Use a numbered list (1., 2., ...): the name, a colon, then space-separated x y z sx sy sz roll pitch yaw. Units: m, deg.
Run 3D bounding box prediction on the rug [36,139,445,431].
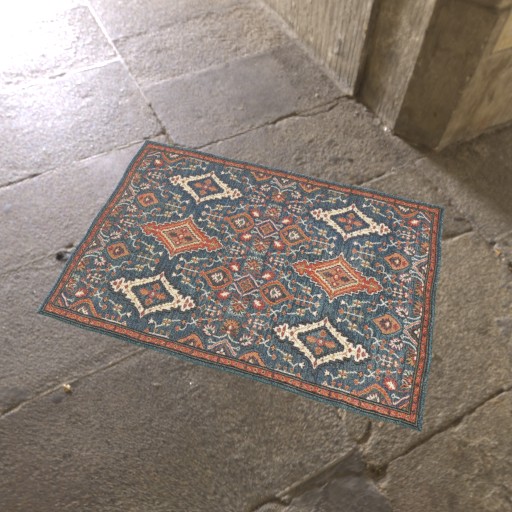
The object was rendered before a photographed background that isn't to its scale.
1. rug: 0.000 0.000 2.963 2.373 0.009 1.622 15 58 9
